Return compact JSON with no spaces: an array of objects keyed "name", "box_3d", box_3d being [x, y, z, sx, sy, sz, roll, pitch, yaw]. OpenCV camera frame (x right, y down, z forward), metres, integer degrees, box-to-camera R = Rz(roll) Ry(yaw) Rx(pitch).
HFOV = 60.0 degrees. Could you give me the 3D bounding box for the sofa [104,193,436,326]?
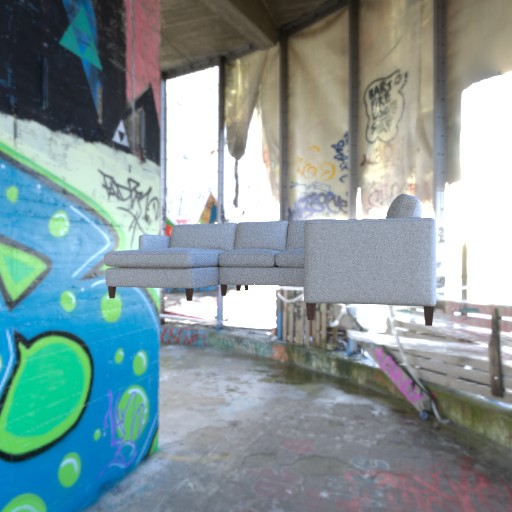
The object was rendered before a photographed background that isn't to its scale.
[{"name":"sofa","box_3d":[0.000,0.000,4.755,3.460,0.959,2.593,0,0,19]}]
